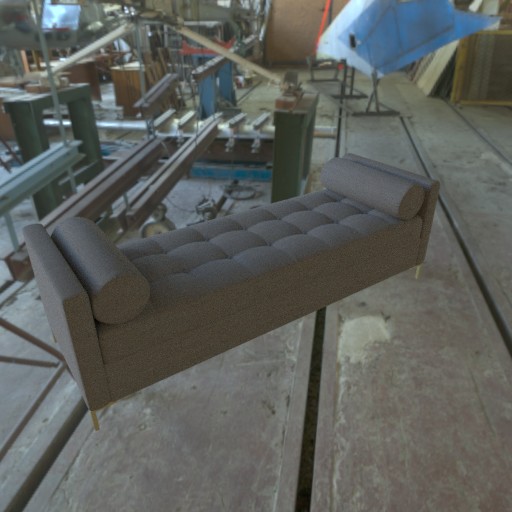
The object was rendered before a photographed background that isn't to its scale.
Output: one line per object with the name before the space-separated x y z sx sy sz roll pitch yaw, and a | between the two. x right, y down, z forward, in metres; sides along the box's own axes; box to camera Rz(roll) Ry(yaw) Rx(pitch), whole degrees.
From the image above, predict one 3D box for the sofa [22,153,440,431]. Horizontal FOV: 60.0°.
sofa | 0.000 0.000 2.290 1.981 0.635 0.686 -19 34 -30
